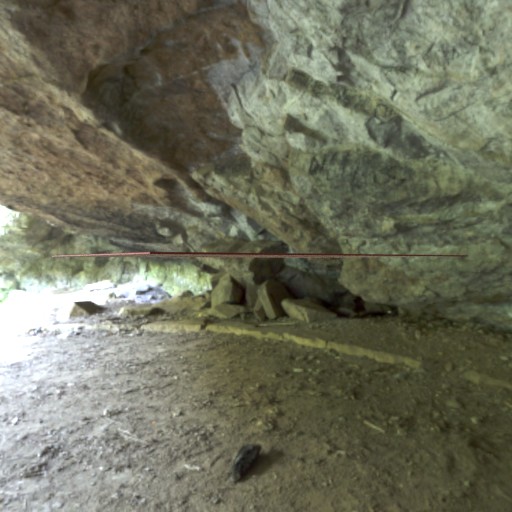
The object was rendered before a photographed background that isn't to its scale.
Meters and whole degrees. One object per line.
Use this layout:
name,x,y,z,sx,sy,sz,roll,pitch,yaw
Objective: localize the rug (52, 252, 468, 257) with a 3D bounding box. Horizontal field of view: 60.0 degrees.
rug,0.000,0.000,4.122,3.053,0.013,2.387,0,-1,-36
